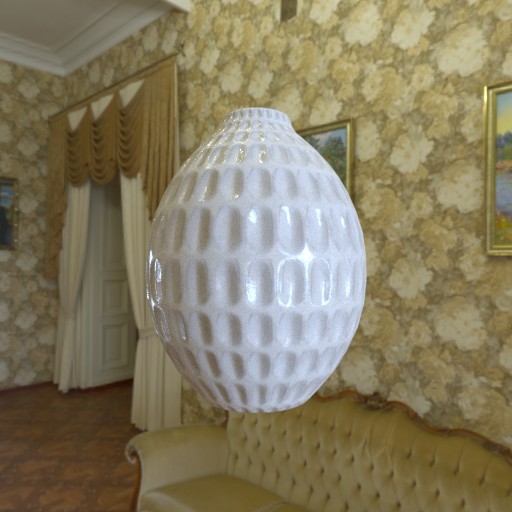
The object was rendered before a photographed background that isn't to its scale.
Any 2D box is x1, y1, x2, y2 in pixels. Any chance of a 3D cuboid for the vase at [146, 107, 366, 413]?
[{"bbox_3d":[0.000,0.000,0.265,0.128,0.167,0.128,0,-1,0],"label":"vase"}]
